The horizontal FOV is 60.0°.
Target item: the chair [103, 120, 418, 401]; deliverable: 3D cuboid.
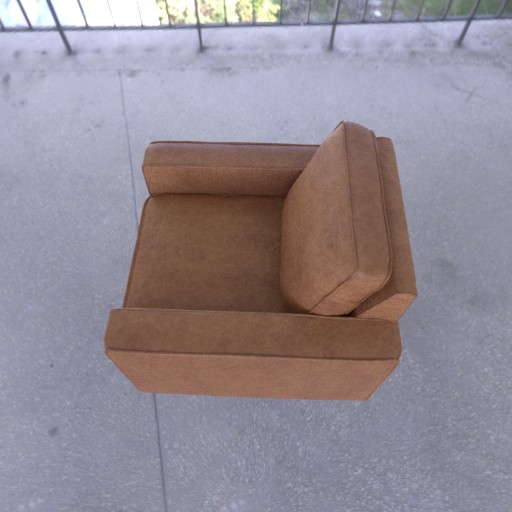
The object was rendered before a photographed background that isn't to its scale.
[{"bbox_3d":[0.000,0.000,1.783,1.027,0.901,0.987,-1,60,0],"label":"chair"}]
